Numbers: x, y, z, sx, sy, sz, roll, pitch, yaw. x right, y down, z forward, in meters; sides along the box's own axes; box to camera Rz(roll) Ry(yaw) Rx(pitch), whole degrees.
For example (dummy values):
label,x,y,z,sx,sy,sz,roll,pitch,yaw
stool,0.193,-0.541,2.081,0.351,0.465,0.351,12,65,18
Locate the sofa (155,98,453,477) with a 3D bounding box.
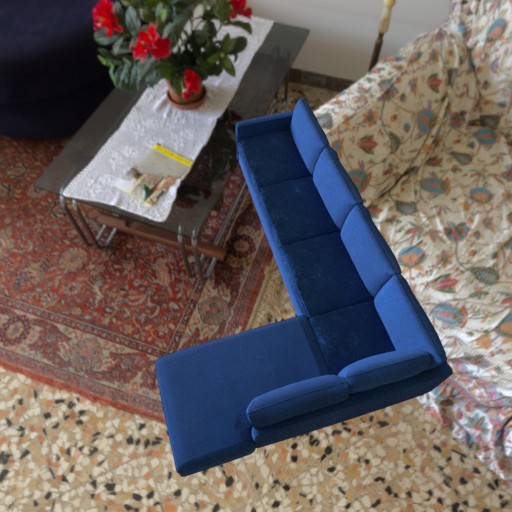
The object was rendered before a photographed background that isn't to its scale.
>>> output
label,x,y,z,sx,sy,sz,roll,pitch,yaw
sofa,0.000,0.000,3.223,1.707,0.687,2.486,-14,59,-9
